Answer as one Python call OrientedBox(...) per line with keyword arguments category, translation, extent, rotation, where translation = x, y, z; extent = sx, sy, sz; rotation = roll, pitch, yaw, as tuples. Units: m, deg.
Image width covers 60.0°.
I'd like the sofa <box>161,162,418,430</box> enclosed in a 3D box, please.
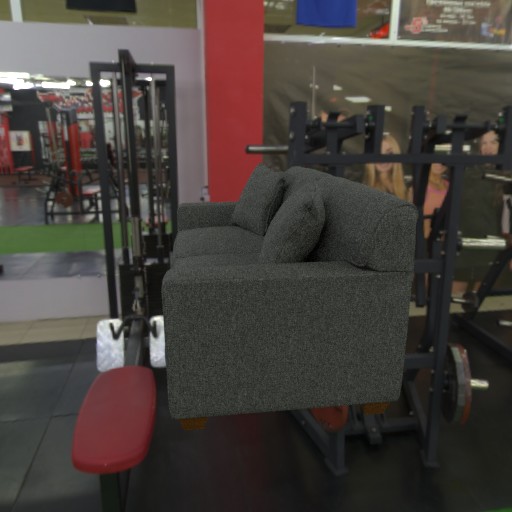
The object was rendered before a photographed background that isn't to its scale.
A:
OrientedBox(category="sofa", translation=(0.000, 0.000, 2.542), extent=(0.998, 0.958, 1.846), rotation=(-2, 16, -7))
